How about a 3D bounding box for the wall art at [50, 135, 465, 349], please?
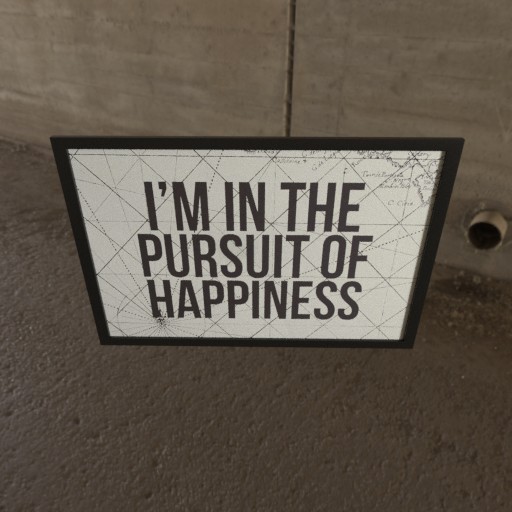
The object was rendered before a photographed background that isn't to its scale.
[{"bbox_3d":[0.000,0.000,1.023,0.819,0.552,0.015,1,32,1],"label":"wall art"}]
